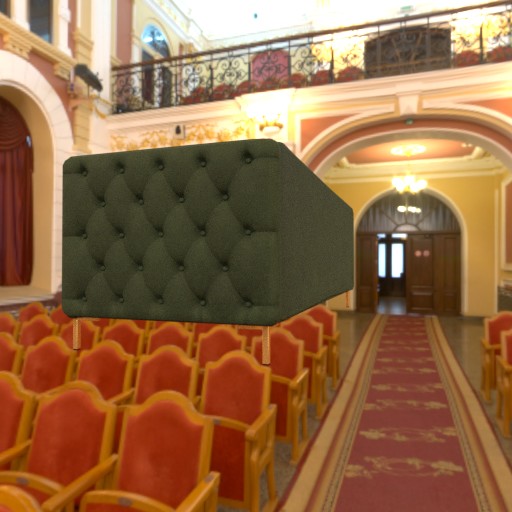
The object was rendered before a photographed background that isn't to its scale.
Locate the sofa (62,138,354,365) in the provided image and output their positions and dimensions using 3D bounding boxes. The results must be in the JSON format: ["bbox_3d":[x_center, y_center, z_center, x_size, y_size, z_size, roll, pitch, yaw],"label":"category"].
[{"bbox_3d":[0.000,0.000,2.604,0.895,0.771,2.209,0,-1,19],"label":"sofa"}]
